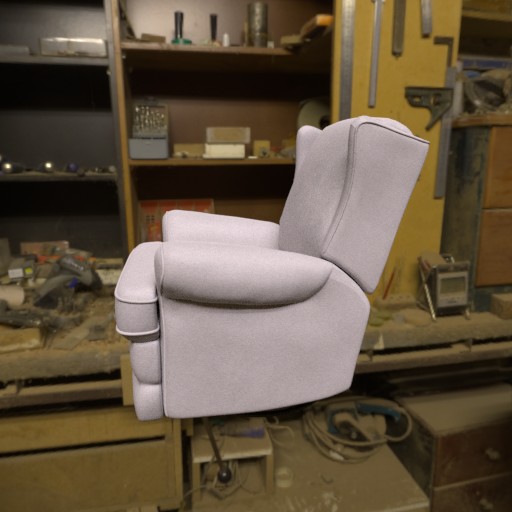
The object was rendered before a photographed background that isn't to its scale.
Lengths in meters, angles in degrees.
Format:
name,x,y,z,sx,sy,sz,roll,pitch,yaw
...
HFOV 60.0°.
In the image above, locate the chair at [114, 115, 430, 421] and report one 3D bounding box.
name,x,y,z,sx,sy,sz,roll,pitch,yaw
chair,0.000,0.000,1.682,0.969,1.011,0.847,-2,14,-9
